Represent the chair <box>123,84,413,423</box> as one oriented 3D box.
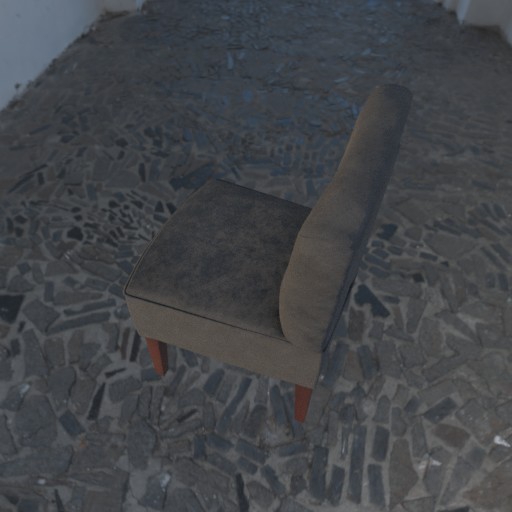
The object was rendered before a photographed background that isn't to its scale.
[{"bbox_3d":[0.000,0.000,1.160,0.554,0.806,0.521,17,50,15],"label":"chair"}]
